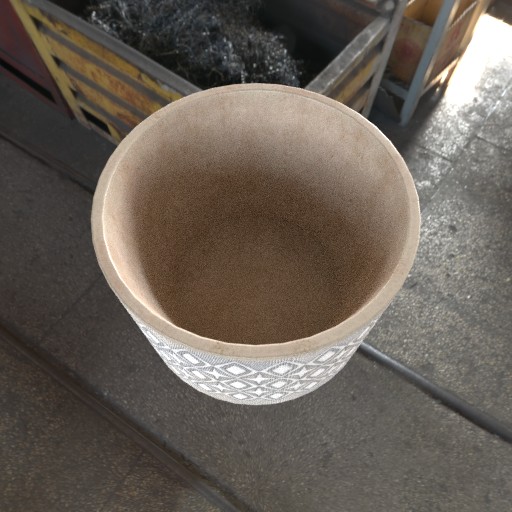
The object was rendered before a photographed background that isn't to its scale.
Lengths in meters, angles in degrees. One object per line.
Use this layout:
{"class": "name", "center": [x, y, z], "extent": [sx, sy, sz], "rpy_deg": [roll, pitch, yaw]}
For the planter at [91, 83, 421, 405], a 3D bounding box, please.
{"class": "planter", "center": [0.000, 0.000, 0.279], "extent": [0.164, 0.127, 0.164], "rpy_deg": [0, 62, 0]}
